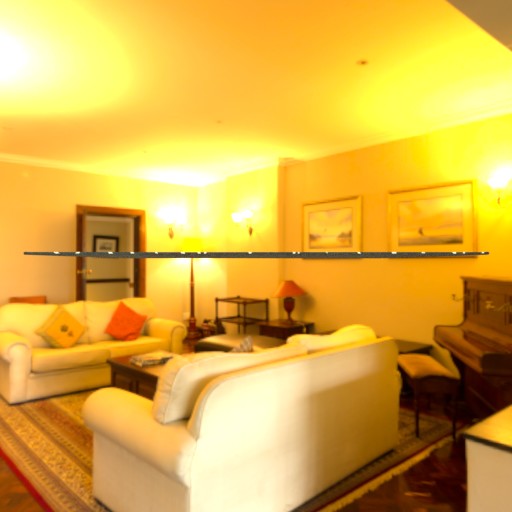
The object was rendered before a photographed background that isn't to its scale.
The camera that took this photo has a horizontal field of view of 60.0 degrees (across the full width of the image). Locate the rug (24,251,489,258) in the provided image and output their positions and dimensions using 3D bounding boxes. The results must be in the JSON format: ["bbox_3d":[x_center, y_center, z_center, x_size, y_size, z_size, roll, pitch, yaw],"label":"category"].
[{"bbox_3d":[0.000,0.000,4.091,3.047,0.022,2.439,0,-1,0],"label":"rug"}]
